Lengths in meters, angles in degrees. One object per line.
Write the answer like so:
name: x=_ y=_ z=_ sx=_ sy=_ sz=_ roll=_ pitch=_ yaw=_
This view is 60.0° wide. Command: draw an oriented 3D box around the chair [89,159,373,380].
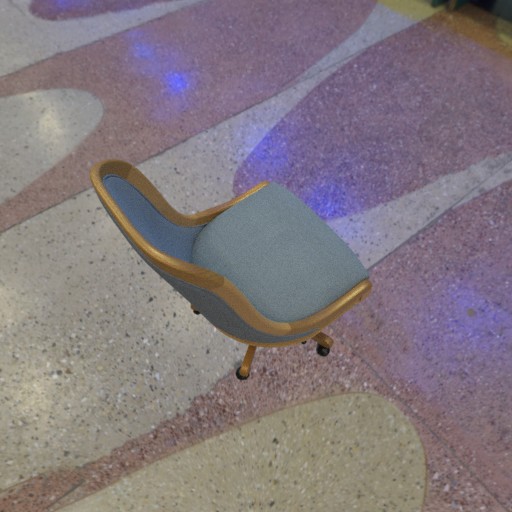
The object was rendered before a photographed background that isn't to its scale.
chair: x=0.000 y=0.000 z=1.449 sx=0.735 sy=1.031 sz=0.605 roll=-32 pitch=63 yaw=-19
